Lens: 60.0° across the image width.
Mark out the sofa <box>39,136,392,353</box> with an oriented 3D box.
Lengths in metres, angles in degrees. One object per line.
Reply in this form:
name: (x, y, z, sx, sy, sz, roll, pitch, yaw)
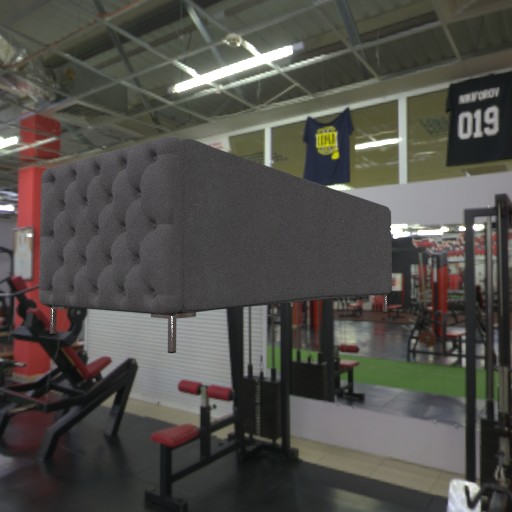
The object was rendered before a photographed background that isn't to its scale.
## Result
sofa: (0.000, 0.000, 2.630, 0.895, 0.771, 2.209, -2, -3, 37)
